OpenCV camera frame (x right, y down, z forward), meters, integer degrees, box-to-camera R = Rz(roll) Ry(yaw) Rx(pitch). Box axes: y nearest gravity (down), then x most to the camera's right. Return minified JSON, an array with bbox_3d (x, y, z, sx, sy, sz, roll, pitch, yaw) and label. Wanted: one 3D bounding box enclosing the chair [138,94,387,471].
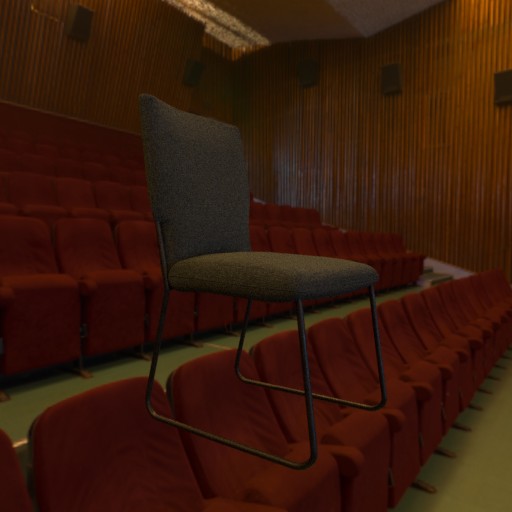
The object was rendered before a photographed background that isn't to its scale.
[{"bbox_3d":[0.000,0.000,1.299,0.635,0.931,0.480,1,2,36],"label":"chair"}]
